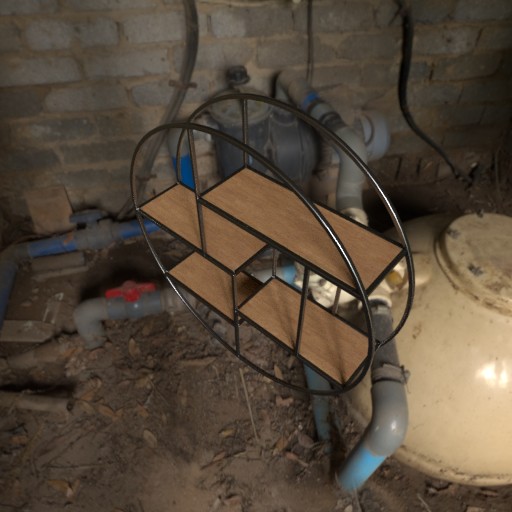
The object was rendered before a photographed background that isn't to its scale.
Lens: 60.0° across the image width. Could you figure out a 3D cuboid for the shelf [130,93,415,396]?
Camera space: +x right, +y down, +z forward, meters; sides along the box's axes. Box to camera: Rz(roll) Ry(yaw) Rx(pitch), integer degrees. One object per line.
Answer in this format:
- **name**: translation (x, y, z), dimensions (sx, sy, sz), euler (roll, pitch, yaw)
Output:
- **shelf**: translation (0.000, 0.000, 1.309), dimensions (0.888, 0.888, 0.202), euler (32, 54, 27)
